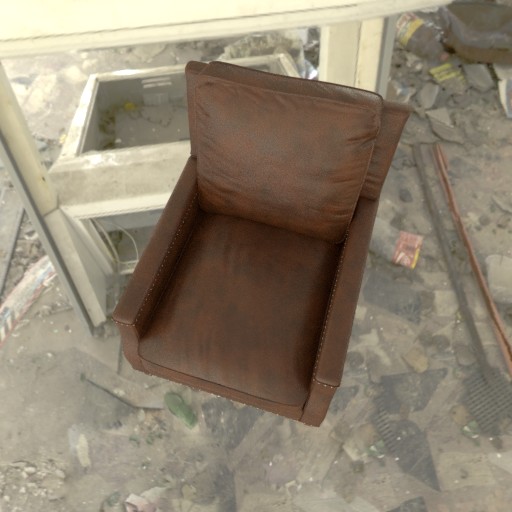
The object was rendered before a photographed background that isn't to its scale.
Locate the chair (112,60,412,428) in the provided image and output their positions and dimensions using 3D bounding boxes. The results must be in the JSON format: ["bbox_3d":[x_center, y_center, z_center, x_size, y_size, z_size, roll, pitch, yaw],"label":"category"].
[{"bbox_3d":[0.000,0.000,1.777,0.854,1.054,1.035,15,61,8],"label":"chair"}]
